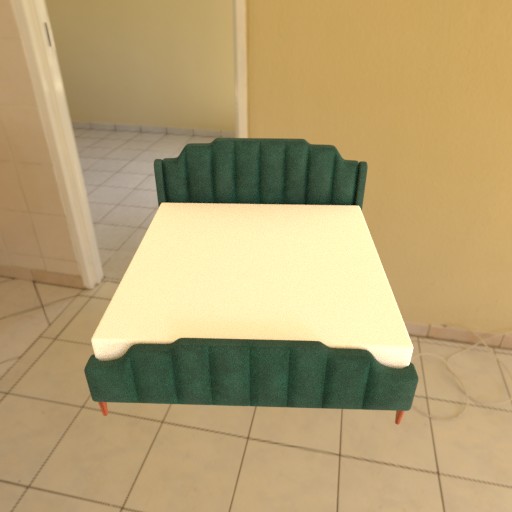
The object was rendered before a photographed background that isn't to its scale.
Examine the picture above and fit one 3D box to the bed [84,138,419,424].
[{"bbox_3d":[0.000,0.000,3.600,2.074,1.245,2.340,1,32,2],"label":"bed"}]
